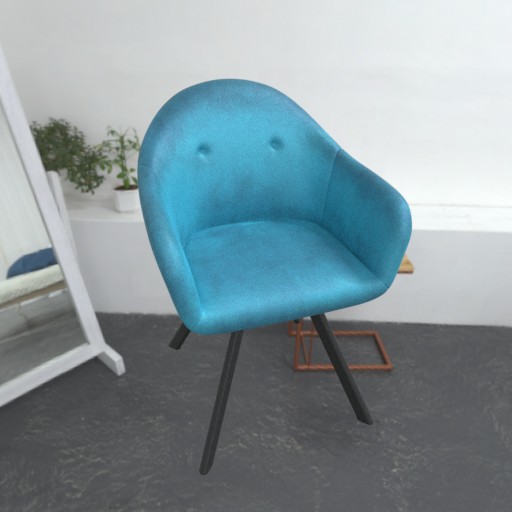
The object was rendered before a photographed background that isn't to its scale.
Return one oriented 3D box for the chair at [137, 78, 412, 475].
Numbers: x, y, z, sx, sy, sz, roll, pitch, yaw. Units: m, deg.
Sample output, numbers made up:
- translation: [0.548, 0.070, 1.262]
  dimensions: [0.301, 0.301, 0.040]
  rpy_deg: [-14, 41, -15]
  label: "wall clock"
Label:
- translation: [0.000, 0.000, 1.130]
  dimensions: [0.540, 0.780, 0.570]
  rpy_deg: [-9, 31, -16]
  label: "chair"
